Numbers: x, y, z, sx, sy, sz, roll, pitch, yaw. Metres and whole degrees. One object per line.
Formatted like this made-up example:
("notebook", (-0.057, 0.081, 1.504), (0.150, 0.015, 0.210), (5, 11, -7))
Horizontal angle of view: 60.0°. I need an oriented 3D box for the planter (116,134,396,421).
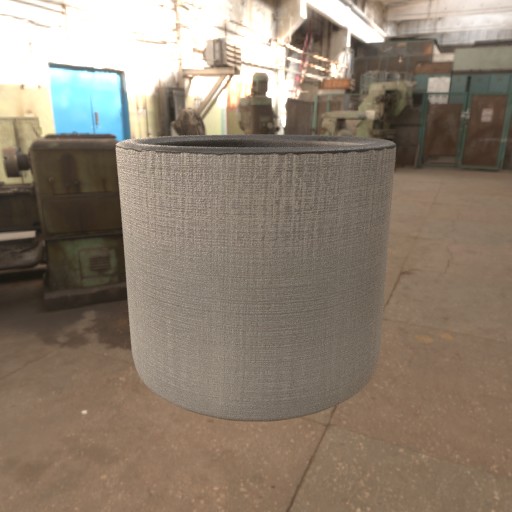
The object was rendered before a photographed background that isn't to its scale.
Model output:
("planter", (0.000, 0.000, 0.219), (0.125, 0.112, 0.125), (0, 17, 0))
